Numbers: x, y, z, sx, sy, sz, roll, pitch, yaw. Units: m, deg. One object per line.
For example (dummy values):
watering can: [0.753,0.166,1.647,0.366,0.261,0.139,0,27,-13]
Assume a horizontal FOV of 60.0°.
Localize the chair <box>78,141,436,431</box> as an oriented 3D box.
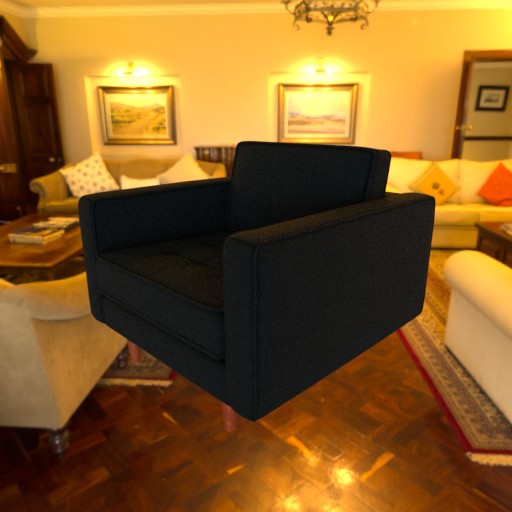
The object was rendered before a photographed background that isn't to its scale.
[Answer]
chair: [0.000,0.000,1.589,0.920,0.770,0.899,-17,24,-42]
